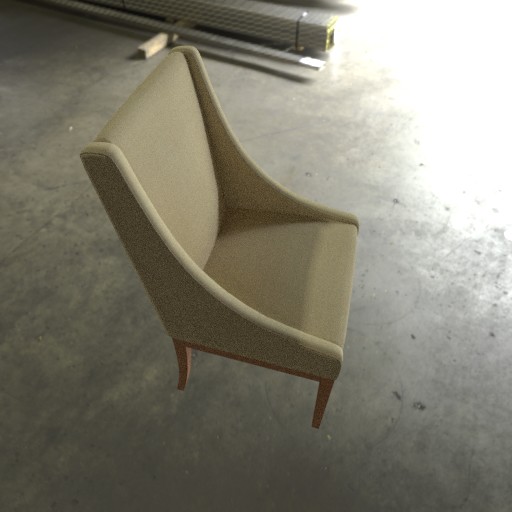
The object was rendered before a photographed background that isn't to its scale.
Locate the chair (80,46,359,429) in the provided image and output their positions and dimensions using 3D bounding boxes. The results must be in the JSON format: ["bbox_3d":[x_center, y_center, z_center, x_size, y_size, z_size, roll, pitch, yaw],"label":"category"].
[{"bbox_3d":[0.000,0.000,1.368,0.611,1.021,0.575,10,48,9],"label":"chair"}]
